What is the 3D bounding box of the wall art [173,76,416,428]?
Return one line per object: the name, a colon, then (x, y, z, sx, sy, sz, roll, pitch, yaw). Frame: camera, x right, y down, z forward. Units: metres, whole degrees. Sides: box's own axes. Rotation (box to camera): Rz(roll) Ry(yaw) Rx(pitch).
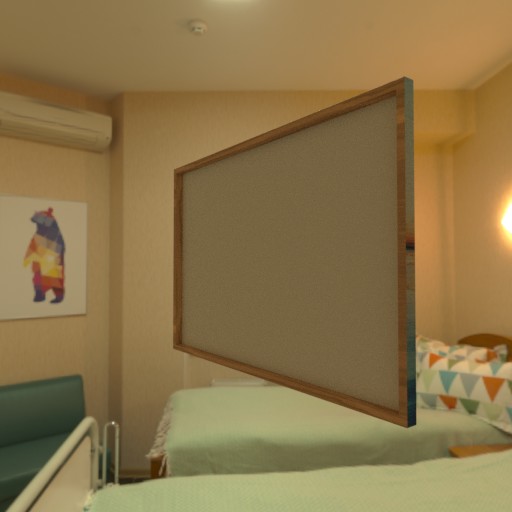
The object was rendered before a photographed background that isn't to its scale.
wall art: (0.000, 0.000, 0.754, 0.018, 0.402, 0.604, 1, -2, -36)
